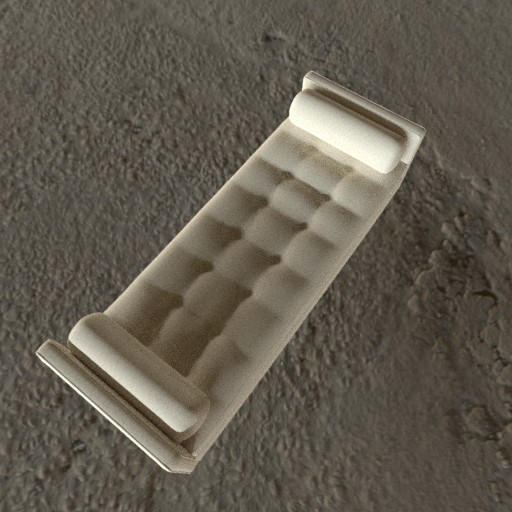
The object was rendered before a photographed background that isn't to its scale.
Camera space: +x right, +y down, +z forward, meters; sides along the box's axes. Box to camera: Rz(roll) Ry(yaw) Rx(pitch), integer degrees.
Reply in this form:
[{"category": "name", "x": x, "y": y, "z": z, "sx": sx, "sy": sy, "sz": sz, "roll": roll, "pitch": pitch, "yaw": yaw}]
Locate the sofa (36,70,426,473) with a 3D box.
[{"category": "sofa", "x": 0.000, "y": 0.000, "z": 2.274, "sx": 0.746, "sy": 0.641, "sz": 1.985, "roll": 34, "pitch": 68, "yaw": 15}]
